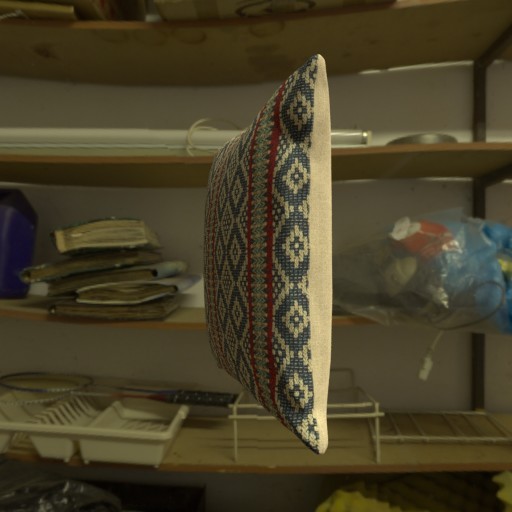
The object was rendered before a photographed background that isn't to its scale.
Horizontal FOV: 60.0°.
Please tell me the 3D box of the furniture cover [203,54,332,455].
[{"bbox_3d":[0.000,0.000,0.676,0.139,0.431,0.431,0,-2,-19],"label":"furniture cover"}]
